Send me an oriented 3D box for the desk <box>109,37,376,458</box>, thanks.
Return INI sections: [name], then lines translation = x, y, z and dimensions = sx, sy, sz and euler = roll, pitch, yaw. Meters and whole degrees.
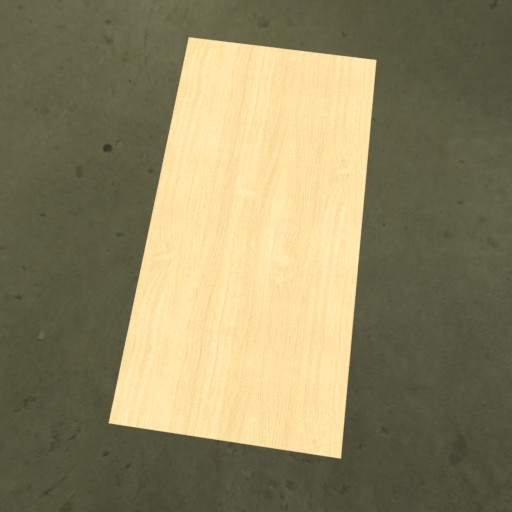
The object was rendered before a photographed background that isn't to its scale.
[desk]
translation = 0.000, 0.000, 1.541
dimensions = 0.560, 0.735, 1.097
euler = 8, 76, 2
